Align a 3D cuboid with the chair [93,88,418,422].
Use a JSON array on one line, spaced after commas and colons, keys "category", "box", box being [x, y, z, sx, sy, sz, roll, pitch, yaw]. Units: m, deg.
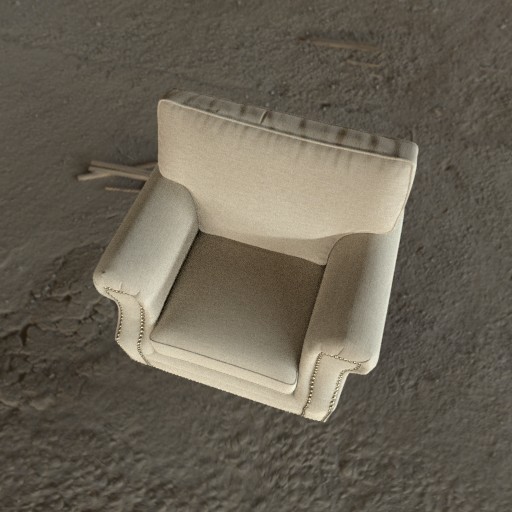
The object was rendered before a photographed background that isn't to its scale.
[{"category": "chair", "box": [0.000, 0.000, 1.844, 1.092, 0.961, 0.965, 15, 60, 9]}]
